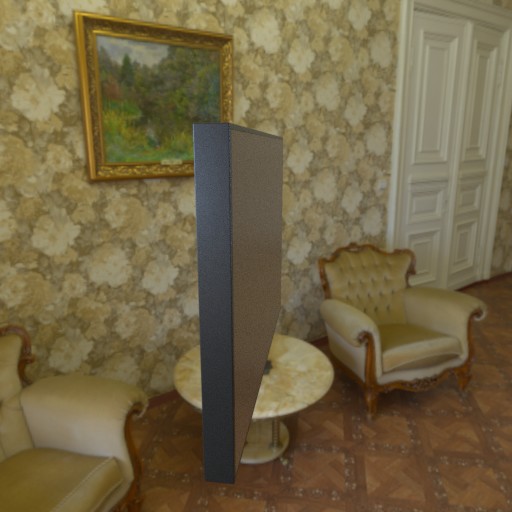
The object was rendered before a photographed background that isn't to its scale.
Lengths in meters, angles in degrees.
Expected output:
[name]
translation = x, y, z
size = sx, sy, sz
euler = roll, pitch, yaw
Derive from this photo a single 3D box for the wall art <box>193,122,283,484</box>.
[wall art]
translation = 0.000, 0.000, 1.196
size = 0.058, 0.640, 0.939
euler = 2, 14, 8
